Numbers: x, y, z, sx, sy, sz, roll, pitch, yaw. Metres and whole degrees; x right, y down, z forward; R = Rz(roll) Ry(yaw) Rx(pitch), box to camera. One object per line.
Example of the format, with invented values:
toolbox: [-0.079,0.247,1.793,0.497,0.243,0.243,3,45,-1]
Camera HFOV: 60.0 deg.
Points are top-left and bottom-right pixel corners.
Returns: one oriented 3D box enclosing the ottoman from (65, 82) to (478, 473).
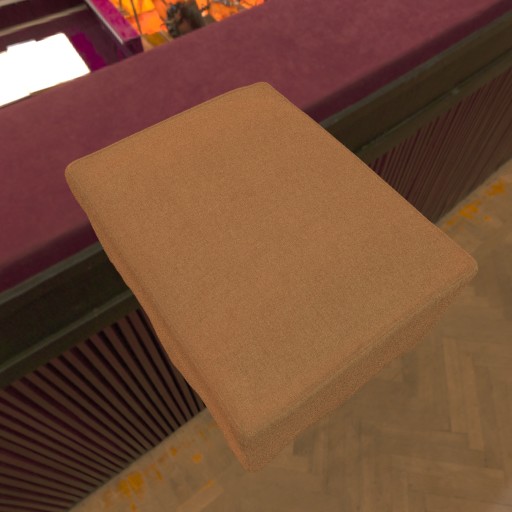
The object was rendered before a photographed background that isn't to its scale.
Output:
ottoman: [0.000,0.000,1.208,0.650,0.485,0.833,-31,63,-18]
